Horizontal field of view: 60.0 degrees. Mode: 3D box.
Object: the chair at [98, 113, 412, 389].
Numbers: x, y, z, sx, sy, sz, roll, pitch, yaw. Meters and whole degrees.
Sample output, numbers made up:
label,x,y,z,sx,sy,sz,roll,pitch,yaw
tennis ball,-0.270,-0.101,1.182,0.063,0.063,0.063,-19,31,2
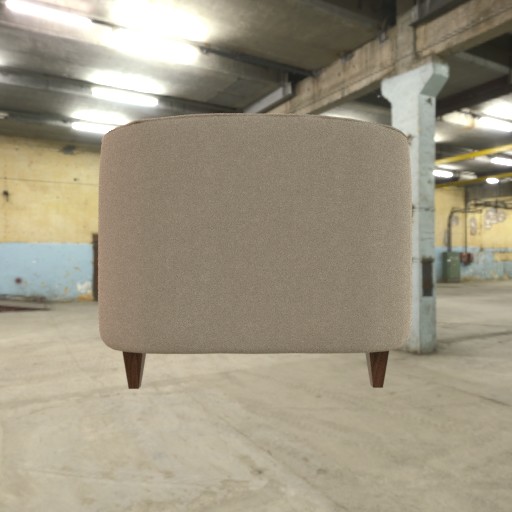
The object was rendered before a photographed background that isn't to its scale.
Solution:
label,x,y,z,sx,sy,sz,roll,pitch,yaw
chair,0.000,0.000,1.786,1.104,0.852,0.941,0,-1,-1
